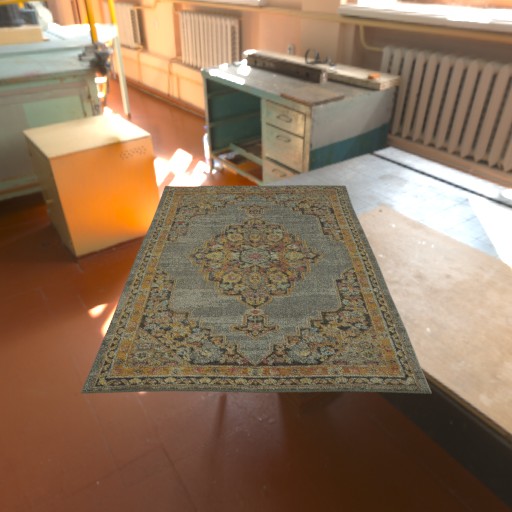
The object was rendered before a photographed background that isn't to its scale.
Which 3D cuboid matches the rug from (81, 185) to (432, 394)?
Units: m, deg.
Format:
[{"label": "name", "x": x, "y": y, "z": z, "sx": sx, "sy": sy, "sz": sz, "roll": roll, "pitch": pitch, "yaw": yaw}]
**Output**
[{"label": "rug", "x": 0.000, "y": 0.000, "z": 3.989, "sx": 2.158, "sy": 0.024, "sz": 3.063, "roll": 0, "pitch": 33, "yaw": 0}]
